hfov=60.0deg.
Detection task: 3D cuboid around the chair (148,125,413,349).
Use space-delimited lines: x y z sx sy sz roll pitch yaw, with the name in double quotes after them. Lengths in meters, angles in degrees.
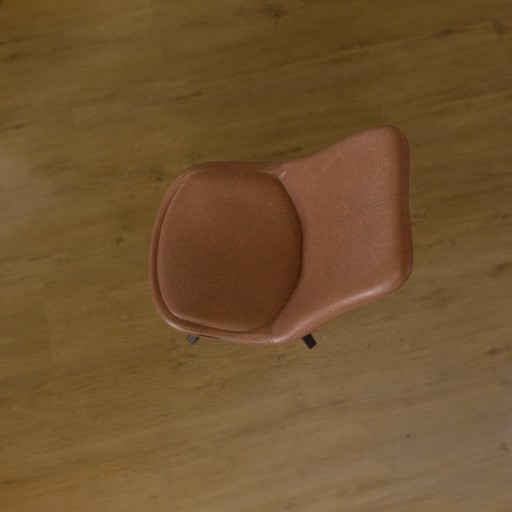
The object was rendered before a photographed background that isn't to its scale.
0.000 0.000 1.179 0.550 0.850 0.475 3 75 1 "chair"
